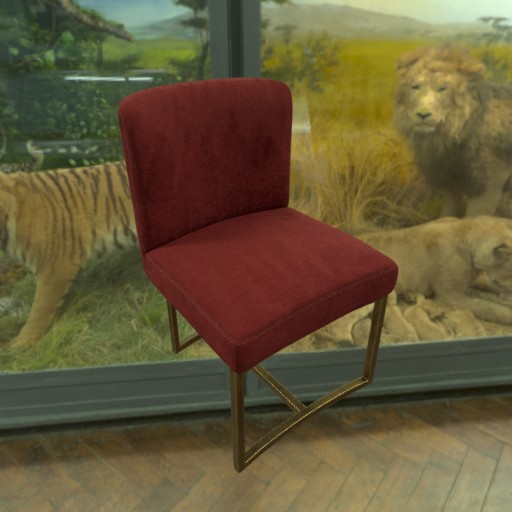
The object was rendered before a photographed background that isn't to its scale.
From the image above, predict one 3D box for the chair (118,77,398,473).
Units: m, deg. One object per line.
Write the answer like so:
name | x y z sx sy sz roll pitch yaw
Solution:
chair | 0.000 0.000 1.187 0.530 0.824 0.560 -21 36 -31
